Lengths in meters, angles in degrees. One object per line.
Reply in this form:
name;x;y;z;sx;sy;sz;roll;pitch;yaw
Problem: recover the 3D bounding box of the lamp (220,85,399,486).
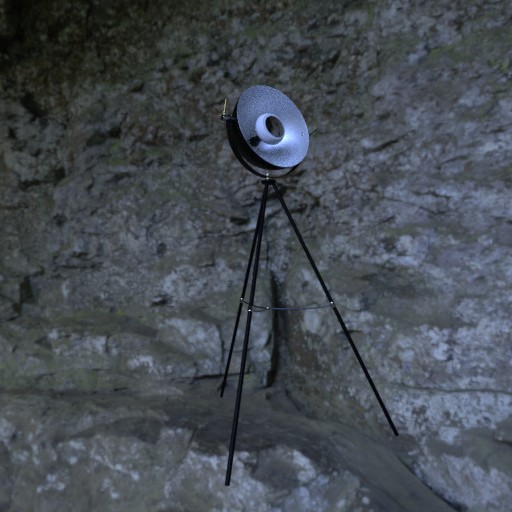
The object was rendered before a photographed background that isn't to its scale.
lamp;0.000;0.000;2.013;0.817;1.512;0.920;1;-2;-35
